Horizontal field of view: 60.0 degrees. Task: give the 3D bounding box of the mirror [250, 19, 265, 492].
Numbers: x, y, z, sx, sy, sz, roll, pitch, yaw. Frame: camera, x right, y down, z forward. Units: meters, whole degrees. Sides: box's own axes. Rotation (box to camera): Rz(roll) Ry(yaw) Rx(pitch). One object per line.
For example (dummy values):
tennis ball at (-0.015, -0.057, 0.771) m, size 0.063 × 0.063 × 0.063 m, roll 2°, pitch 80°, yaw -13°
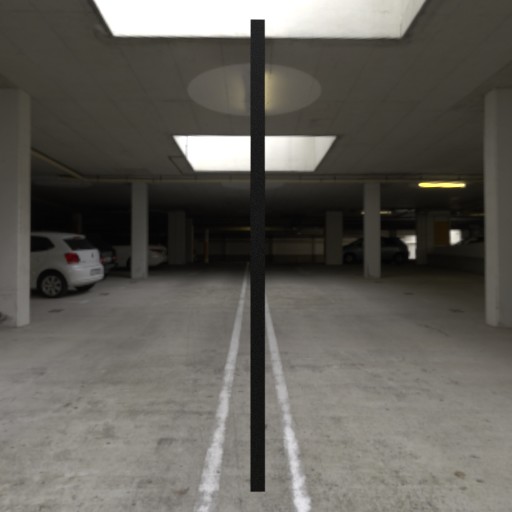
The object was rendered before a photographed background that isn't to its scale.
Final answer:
mirror at (0.000, 0.000, 1.524) m, size 0.038 × 1.219 × 0.762 m, roll 0°, pitch -1°, yaw -1°
